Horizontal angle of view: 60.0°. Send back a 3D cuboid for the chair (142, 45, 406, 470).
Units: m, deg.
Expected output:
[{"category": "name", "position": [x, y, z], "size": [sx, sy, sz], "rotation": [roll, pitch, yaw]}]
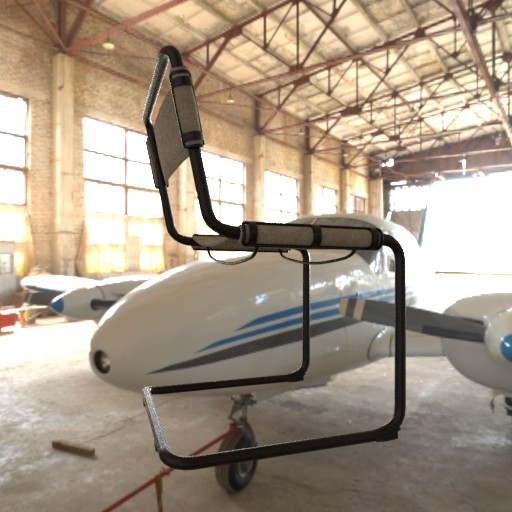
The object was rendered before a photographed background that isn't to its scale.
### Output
[{"category": "chair", "position": [0.000, 0.000, 1.050], "size": [0.497, 0.747, 0.499], "rotation": [0, 0, -19]}]
